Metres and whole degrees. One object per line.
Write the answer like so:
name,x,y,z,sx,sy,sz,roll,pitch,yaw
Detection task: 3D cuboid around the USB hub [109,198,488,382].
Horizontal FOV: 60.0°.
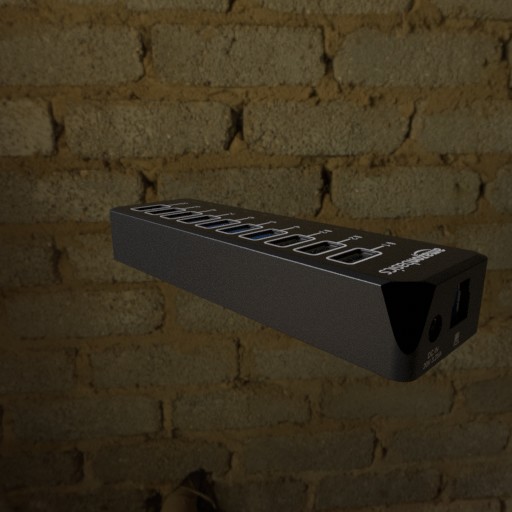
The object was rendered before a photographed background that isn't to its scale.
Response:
USB hub,0.000,0.000,0.162,0.044,0.023,0.145,-15,22,-42
